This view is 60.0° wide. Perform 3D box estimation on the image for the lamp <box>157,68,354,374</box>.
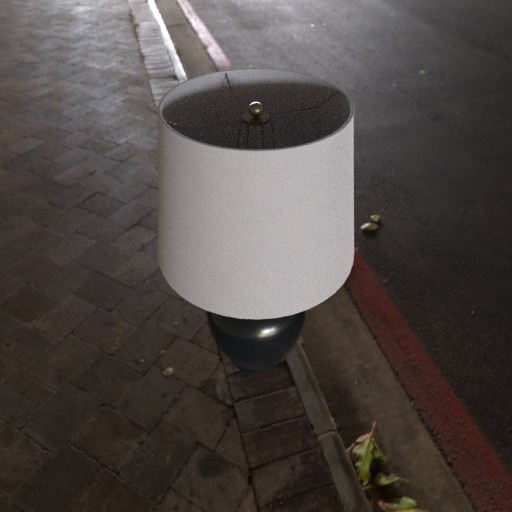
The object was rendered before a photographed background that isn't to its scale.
[{"bbox_3d":[0.000,0.000,0.562,0.239,0.399,0.239,0,42,0],"label":"lamp"}]
